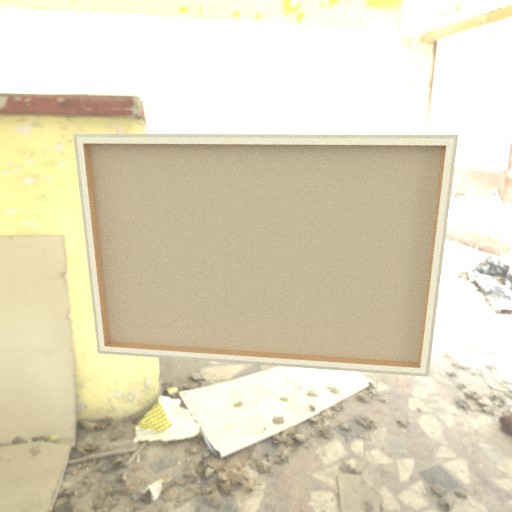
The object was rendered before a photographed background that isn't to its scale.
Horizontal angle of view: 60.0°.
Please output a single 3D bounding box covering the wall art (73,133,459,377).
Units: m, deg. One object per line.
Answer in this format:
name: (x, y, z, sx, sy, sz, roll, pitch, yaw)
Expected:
wall art: (0.000, 0.000, 1.149, 0.915, 0.610, 0.038, 2, 17, 7)
